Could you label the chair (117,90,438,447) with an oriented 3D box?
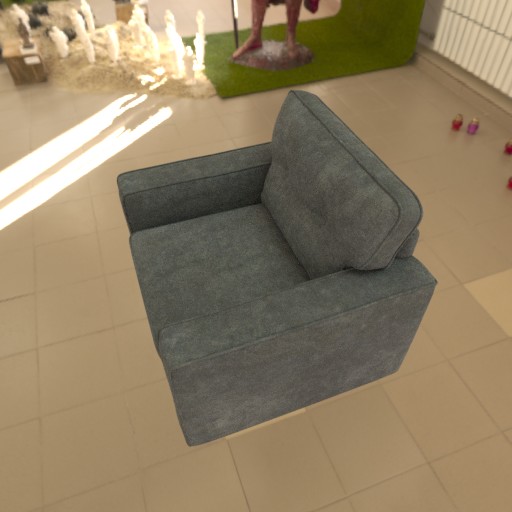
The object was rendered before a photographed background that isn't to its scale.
[{"bbox_3d":[0.000,0.000,1.786,0.939,0.965,1.015,-15,48,-14],"label":"chair"}]
